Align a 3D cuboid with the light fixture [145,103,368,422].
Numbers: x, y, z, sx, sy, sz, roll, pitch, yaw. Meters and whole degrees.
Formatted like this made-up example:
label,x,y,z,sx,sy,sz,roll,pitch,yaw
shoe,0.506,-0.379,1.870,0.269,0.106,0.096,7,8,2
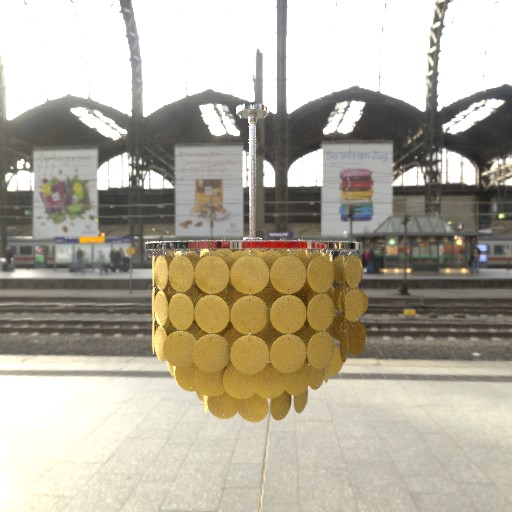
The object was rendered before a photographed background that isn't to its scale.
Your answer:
label,x,y,z,sx,sy,sz,roll,pitch,yaw
light fixture,0.000,0.000,0.742,0.368,0.492,0.368,0,0,0
